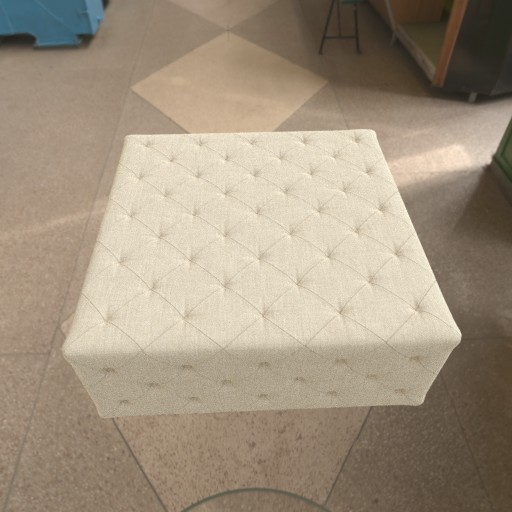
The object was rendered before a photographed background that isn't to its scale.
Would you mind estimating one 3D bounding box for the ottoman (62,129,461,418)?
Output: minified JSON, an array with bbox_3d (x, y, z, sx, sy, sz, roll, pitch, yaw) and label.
[{"bbox_3d":[0.000,0.000,1.612,1.028,0.439,1.028,-2,47,-2],"label":"ottoman"}]
